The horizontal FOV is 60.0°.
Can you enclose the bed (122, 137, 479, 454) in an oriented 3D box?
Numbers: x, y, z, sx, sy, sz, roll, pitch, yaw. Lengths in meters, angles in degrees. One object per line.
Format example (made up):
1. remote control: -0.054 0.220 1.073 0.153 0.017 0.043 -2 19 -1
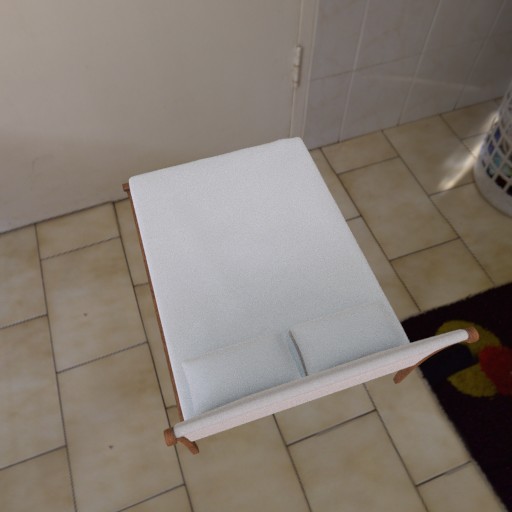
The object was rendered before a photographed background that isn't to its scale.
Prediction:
1. bed: 0.000 0.000 2.888 1.502 1.135 2.108 -16 60 -9
